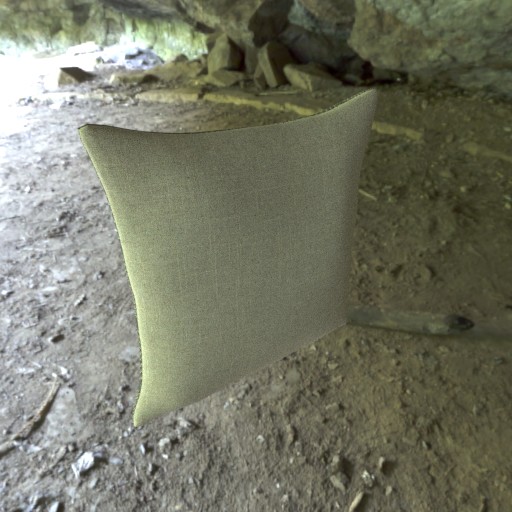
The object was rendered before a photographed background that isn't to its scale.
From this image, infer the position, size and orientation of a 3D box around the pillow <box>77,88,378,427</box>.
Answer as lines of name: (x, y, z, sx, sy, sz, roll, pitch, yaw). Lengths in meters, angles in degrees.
pillow: (0.000, 0.000, 0.649, 0.435, 0.432, 0.138, -19, 34, -31)
